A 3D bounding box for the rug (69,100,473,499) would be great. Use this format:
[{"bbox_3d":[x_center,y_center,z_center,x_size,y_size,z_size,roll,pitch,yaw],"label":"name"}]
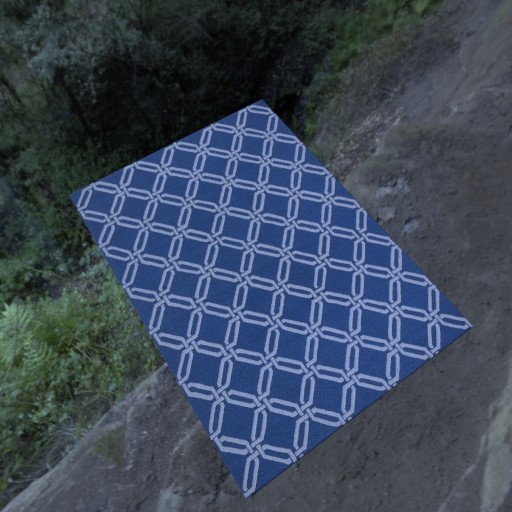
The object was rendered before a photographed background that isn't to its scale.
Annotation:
[{"bbox_3d":[0.000,0.000,4.277,2.432,0.018,3.342,-31,67,-15],"label":"rug"}]
